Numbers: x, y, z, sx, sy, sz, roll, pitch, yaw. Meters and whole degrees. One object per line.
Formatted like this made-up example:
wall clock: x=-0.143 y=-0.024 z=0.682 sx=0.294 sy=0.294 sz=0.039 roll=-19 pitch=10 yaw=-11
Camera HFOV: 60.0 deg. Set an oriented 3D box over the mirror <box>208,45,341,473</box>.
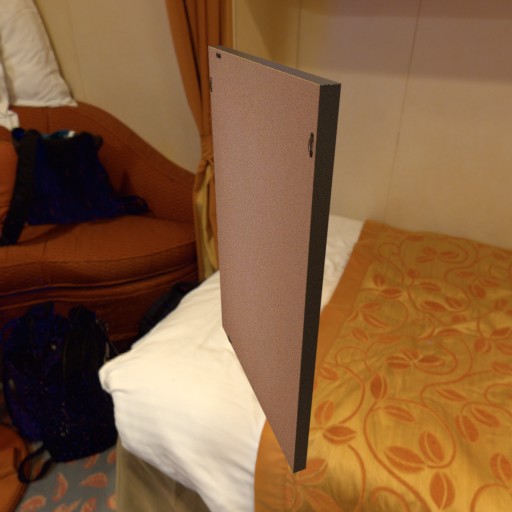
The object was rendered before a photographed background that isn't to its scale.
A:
mirror: x=0.000 y=0.000 z=1.122 sx=0.040 sy=0.915 sz=0.609 roll=-11 pitch=32 yaw=-18
